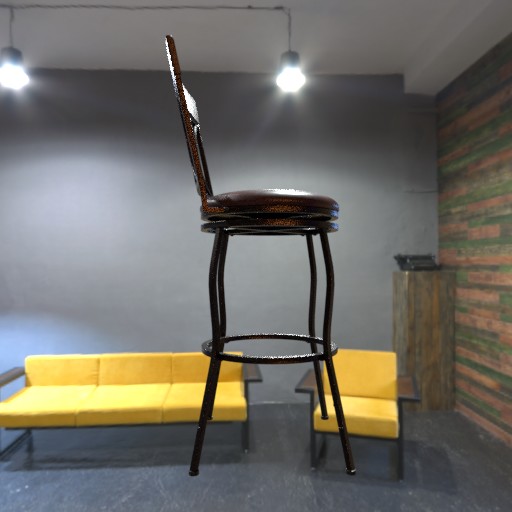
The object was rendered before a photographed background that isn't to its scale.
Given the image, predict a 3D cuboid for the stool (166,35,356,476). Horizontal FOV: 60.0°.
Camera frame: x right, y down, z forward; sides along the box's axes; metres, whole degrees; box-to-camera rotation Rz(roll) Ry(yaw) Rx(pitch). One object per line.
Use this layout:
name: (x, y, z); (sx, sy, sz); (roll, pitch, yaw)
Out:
stool: (0.000, 0.000, 1.355); (0.513, 1.130, 0.448); (0, -1, -1)
